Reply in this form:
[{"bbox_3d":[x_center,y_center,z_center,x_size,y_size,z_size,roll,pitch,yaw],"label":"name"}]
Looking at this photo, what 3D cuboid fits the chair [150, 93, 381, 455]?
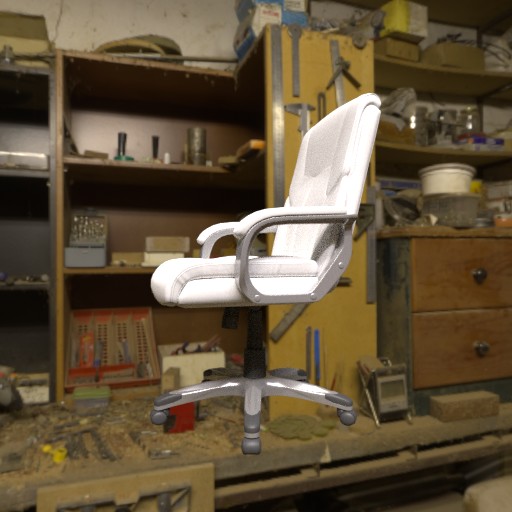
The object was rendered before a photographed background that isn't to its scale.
[{"bbox_3d":[0.000,0.000,1.585,0.738,1.120,0.687,0,0,-17],"label":"chair"}]
